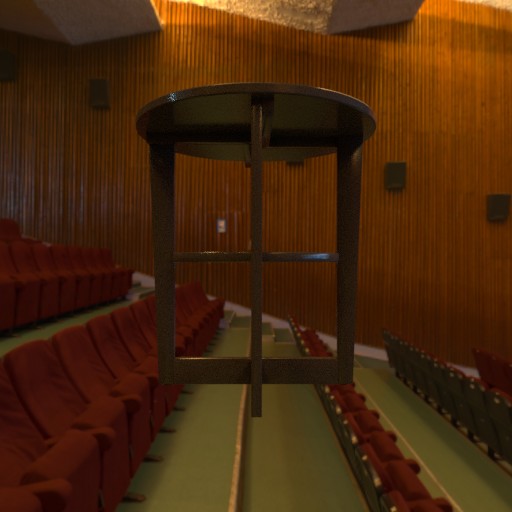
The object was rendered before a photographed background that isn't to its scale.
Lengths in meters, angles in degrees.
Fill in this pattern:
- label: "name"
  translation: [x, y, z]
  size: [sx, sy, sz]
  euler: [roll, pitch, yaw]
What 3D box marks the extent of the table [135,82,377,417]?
- label: "table"
  translation: [0.000, 0.000, 0.951]
  size: [0.500, 0.550, 0.500]
  euler: [0, 0, 0]
